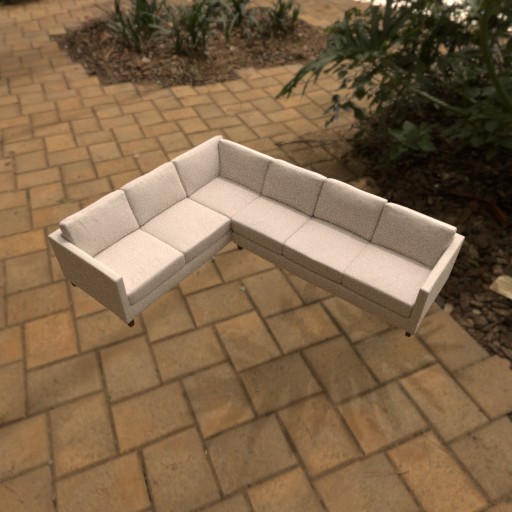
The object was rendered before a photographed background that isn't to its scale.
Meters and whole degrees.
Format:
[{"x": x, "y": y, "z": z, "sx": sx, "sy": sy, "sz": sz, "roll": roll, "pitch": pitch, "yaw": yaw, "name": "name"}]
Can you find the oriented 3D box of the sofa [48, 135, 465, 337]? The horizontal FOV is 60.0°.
[{"x": 0.000, "y": 0.000, "z": 4.376, "sx": 3.182, "sy": 0.863, "sz": 2.432, "roll": 27, "pitch": 49, "yaw": 27, "name": "sofa"}]
